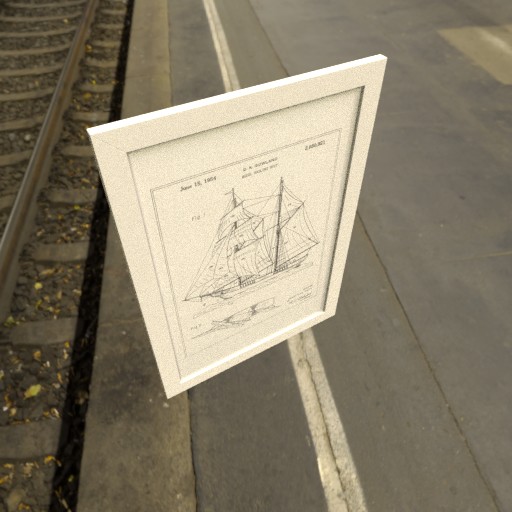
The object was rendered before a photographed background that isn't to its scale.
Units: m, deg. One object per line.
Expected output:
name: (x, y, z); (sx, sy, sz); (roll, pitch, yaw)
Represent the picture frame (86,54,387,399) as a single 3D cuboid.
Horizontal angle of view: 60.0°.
picture frame: (0.000, 0.000, 0.592); (0.326, 0.459, 0.011); (-22, 49, -21)
